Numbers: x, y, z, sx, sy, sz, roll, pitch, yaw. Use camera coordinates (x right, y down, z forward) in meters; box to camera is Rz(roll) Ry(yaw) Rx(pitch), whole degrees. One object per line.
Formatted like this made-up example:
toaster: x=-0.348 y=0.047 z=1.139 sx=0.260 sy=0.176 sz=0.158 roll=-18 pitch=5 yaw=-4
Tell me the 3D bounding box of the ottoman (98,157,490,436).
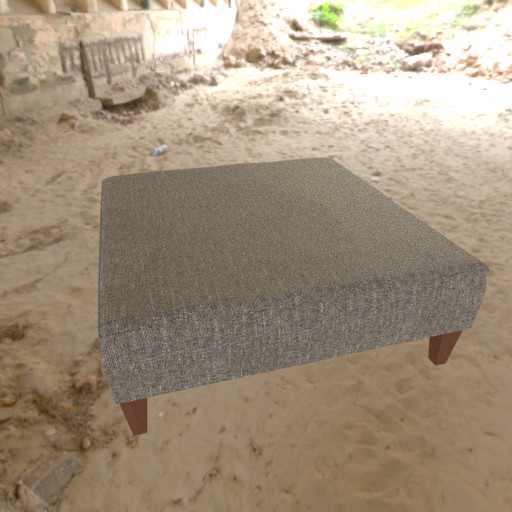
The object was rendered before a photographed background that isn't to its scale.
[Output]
ottoman: x=0.000 y=0.000 z=1.502 sx=0.981 sy=0.379 sz=1.016 roll=-8 pitch=31 yaw=-14
